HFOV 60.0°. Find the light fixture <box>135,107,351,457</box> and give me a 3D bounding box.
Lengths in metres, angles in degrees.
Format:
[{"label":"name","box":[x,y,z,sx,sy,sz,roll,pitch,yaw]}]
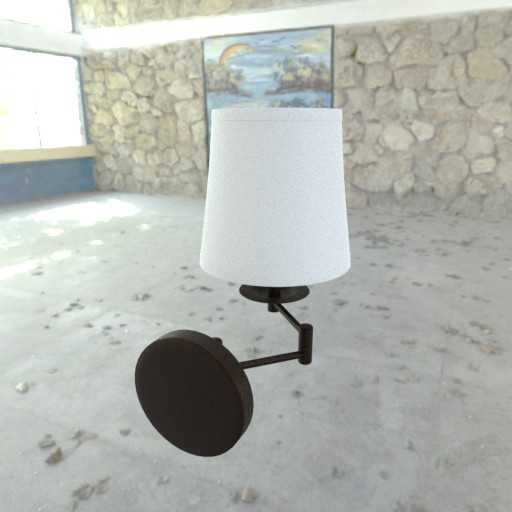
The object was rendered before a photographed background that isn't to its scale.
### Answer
[{"label":"light fixture","box":[0.000,0.000,0.272,0.100,0.172,0.157,8,18,25]}]
